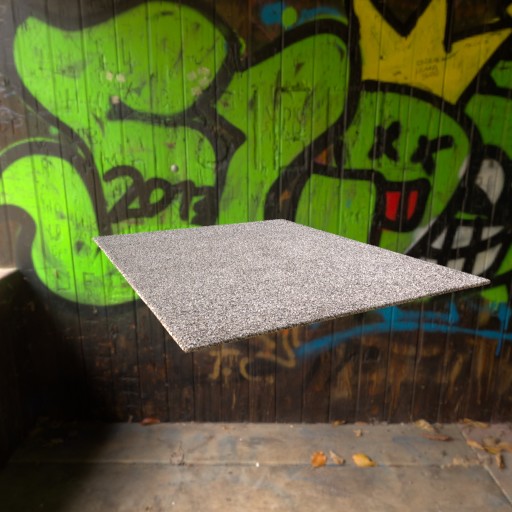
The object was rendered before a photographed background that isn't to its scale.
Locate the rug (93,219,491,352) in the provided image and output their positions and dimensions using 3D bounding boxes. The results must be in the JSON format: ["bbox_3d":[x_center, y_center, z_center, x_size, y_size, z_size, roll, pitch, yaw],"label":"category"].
[{"bbox_3d":[0.000,0.000,4.104,2.438,0.029,3.047,-8,17,-27],"label":"rug"}]
